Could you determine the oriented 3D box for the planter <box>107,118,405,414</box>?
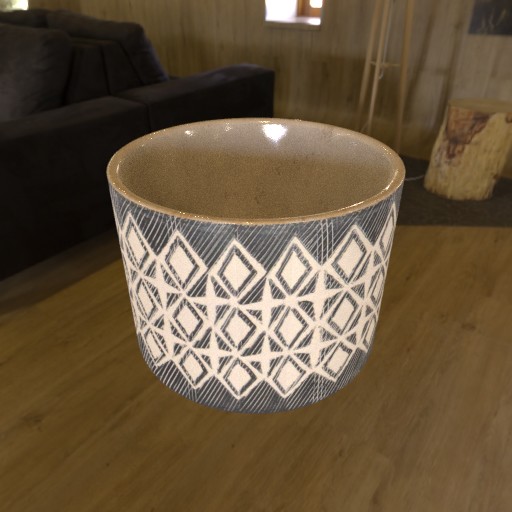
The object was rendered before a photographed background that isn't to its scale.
[{"bbox_3d":[0.000,0.000,0.223,0.126,0.104,0.126,0,32,0],"label":"planter"}]
